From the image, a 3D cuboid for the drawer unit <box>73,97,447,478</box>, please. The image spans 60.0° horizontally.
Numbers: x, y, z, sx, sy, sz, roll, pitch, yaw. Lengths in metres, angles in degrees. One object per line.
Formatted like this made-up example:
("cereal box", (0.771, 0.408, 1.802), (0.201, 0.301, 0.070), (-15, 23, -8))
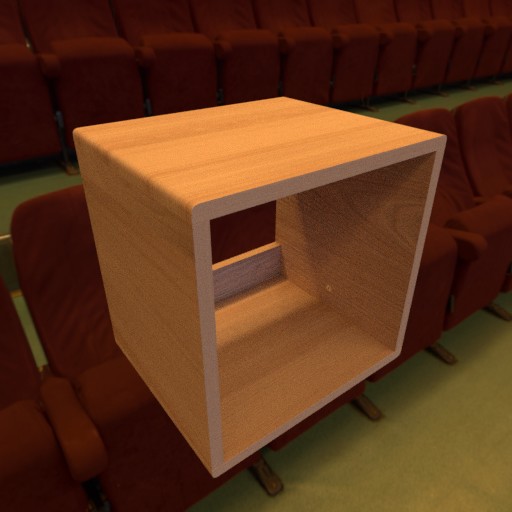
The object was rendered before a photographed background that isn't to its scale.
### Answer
("drawer unit", (0.000, 0.000, 0.616), (0.344, 0.344, 0.290), (-21, 36, -31))
